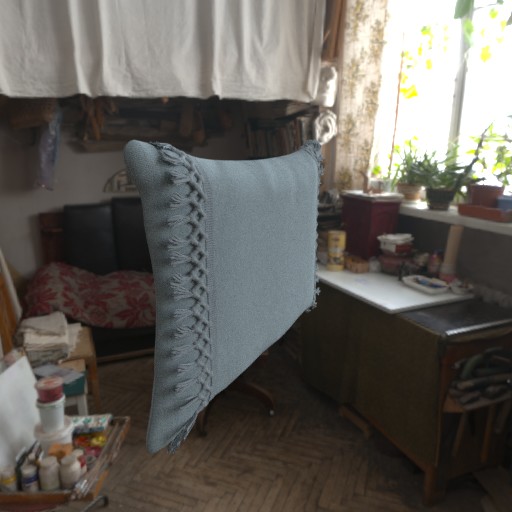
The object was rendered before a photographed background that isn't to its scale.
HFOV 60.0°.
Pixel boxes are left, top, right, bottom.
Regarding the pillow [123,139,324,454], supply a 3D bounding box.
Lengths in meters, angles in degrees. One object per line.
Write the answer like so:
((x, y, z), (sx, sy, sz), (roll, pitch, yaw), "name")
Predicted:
((0.000, 0.000, 0.595), (0.084, 0.305, 0.466), (7, 16, 26), "pillow")
